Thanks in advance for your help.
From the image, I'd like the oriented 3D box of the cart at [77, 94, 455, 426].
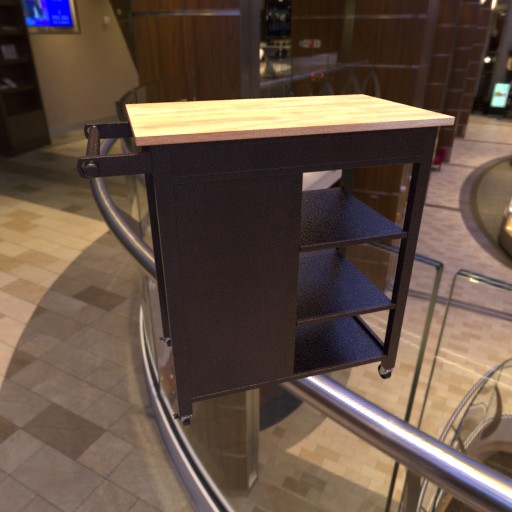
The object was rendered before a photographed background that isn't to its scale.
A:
[{"bbox_3d":[0.000,0.000,1.400,0.914,0.878,0.472,-8,28,-15],"label":"cart"}]
